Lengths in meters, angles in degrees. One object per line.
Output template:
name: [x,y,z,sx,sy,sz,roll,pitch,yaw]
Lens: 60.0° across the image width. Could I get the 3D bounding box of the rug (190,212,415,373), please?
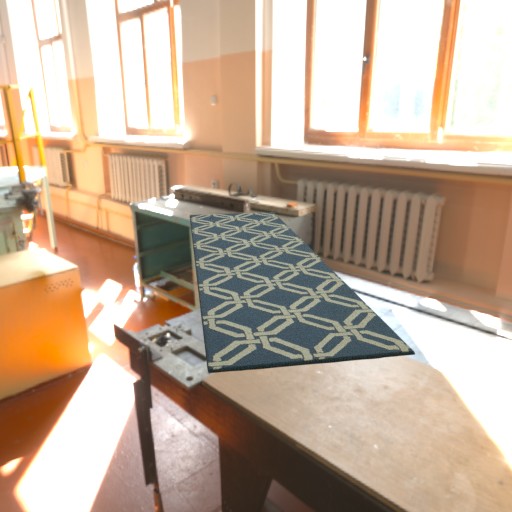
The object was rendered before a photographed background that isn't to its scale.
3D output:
rug: [0.000,0.000,2.468,0.678,0.014,2.276,-3,18,-9]
